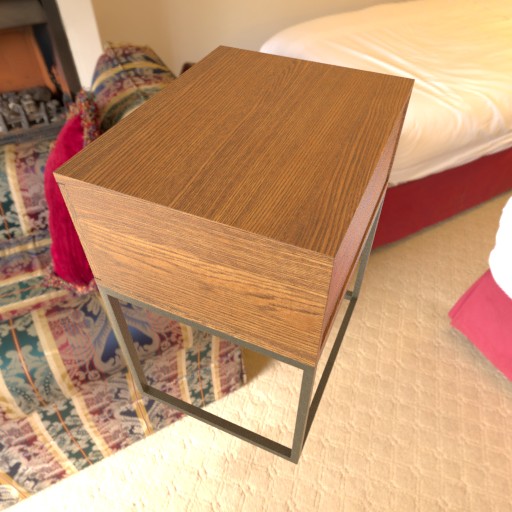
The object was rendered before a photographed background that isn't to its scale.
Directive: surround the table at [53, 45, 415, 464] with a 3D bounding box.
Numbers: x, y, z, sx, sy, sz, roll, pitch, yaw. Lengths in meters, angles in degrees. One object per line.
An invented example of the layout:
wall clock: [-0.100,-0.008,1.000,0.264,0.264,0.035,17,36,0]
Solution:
table: [0.000,0.000,0.902,0.400,0.610,0.482,18,48,17]
